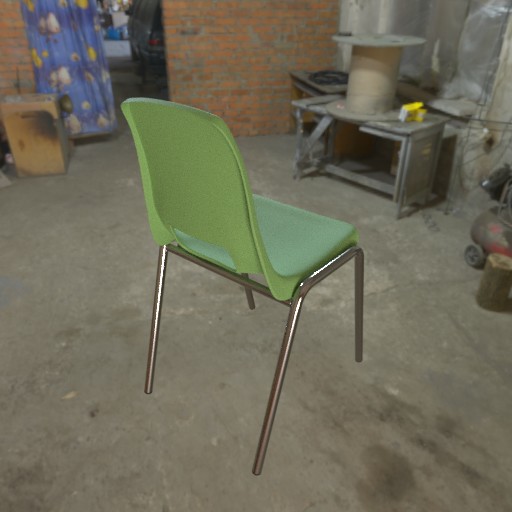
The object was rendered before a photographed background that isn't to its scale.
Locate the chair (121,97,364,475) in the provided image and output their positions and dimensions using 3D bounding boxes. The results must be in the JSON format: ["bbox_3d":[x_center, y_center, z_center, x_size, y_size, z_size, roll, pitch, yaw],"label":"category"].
[{"bbox_3d":[0.000,0.000,0.947,0.381,0.704,0.436,22,37,32],"label":"chair"}]
